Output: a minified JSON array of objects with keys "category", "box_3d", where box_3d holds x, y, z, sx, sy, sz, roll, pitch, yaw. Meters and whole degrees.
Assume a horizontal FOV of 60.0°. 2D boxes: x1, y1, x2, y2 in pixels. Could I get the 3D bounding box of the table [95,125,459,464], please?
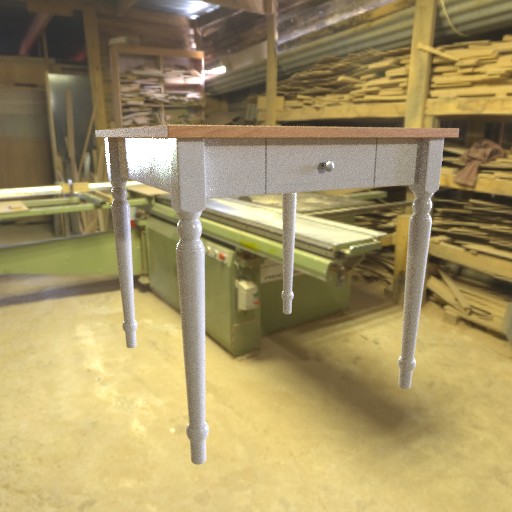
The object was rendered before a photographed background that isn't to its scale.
[{"category":"table","box_3d":[0.000,0.000,1.344,0.747,0.738,0.747,-8,17,-27]}]
